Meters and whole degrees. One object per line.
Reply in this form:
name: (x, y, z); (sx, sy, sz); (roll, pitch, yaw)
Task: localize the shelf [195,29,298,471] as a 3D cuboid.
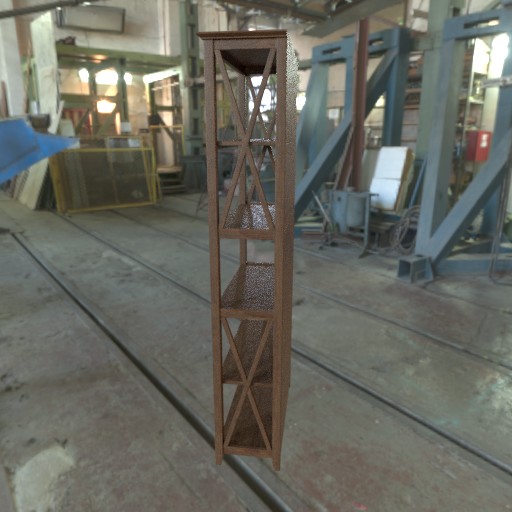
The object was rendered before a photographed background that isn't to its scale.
shelf: (0.000, 0.000, 2.233); (0.335, 1.905, 0.805); (2, 16, 8)
